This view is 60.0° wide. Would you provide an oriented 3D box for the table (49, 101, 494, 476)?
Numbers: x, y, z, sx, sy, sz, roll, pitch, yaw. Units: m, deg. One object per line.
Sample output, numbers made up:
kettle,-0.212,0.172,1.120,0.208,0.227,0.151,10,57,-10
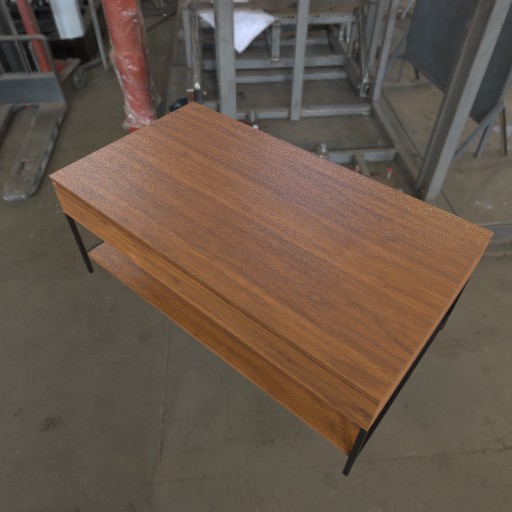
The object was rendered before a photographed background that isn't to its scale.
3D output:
table,0.000,0.000,1.328,1.057,0.414,0.574,31,54,26
